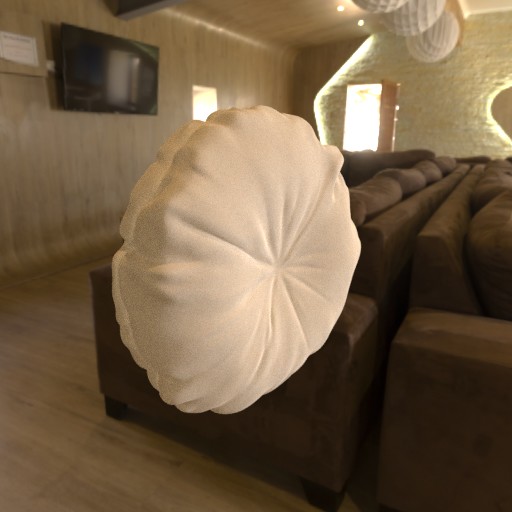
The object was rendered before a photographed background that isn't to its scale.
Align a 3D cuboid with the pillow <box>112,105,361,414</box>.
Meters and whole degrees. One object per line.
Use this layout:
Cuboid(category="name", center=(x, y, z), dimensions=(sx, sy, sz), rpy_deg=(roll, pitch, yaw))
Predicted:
Cuboid(category="pillow", center=(0.000, 0.000, 0.633), dimensions=(0.148, 0.407, 0.428), rpy_deg=(14, 20, 42))
